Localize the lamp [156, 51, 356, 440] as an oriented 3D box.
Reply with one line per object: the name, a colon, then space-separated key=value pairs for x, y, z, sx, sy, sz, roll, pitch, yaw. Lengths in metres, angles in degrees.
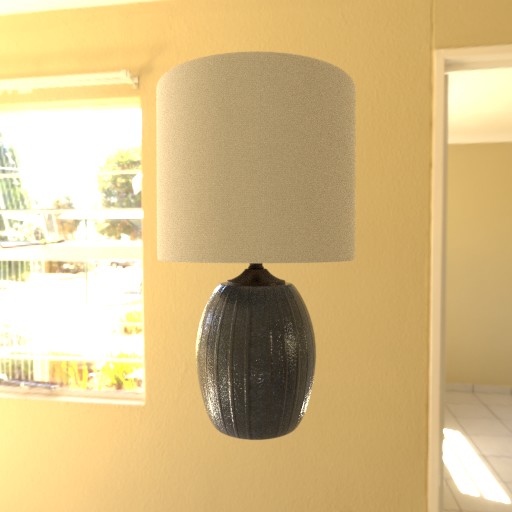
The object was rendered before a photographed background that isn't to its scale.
lamp: x=0.000 y=0.000 z=0.754 sx=0.329 sy=0.570 sz=0.329 roll=0 pitch=1 yaw=-1
